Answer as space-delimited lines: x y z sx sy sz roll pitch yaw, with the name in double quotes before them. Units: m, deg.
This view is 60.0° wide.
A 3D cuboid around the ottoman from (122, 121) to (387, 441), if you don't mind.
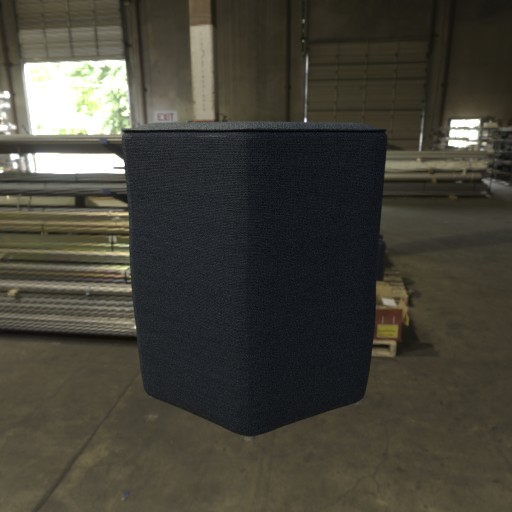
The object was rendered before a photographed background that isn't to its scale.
"ottoman" 0.000 0.000 0.885 0.454 0.505 0.492 2 15 7
